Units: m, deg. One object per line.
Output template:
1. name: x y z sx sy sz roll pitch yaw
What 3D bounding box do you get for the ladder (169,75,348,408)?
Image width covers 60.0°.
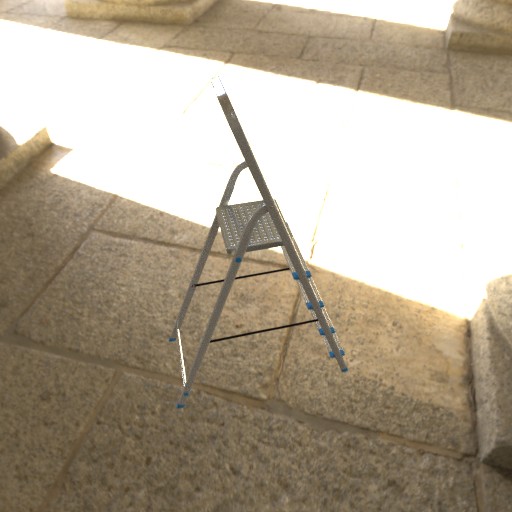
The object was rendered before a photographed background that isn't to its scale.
1. ladder: 0.000 0.000 2.067 0.990 1.648 0.468 -10 45 -10
